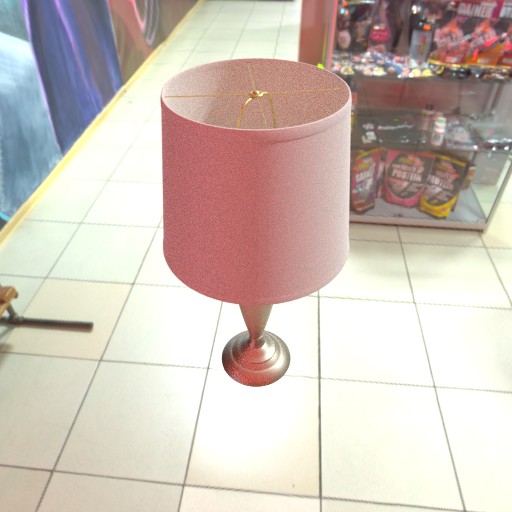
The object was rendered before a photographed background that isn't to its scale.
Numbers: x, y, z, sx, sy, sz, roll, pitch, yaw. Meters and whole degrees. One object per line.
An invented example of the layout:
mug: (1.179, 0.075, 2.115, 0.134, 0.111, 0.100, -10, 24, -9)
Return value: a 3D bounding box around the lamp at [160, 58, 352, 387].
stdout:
lamp: (0.000, 0.000, 0.819, 0.328, 0.619, 0.328, 0, 41, 0)
